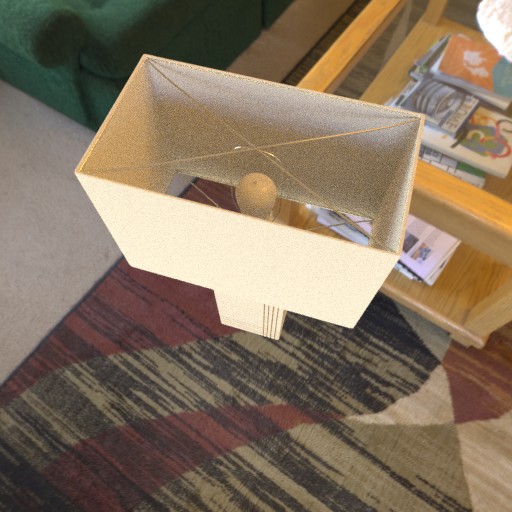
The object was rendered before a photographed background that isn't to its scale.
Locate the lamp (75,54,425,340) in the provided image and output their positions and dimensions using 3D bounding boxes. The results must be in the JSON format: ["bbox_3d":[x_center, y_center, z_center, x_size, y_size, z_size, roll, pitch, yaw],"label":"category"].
[{"bbox_3d":[0.000,0.000,0.710,0.334,0.543,0.182,15,65,7],"label":"lamp"}]
